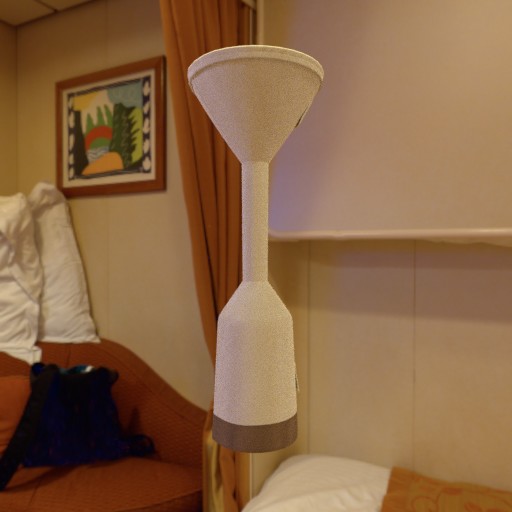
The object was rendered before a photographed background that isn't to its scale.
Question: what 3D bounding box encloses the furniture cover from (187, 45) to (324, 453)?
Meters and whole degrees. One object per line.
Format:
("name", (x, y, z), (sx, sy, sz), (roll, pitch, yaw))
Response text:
("furniture cover", (0.000, 0.000, 2.986), (0.914, 2.413, 0.914), (0, 1, -19))
